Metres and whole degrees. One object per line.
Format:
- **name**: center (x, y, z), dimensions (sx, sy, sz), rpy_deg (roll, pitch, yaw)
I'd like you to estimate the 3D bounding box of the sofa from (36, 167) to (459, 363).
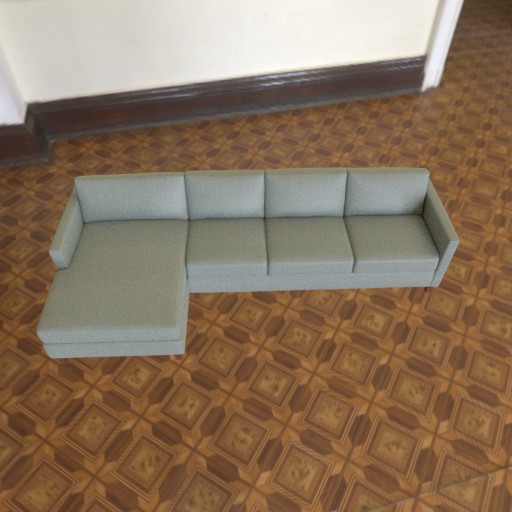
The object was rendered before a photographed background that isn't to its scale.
- **sofa**: center (0.000, 0.000, 3.982), dimensions (3.470, 0.953, 1.600), rpy_deg (-1, 47, -1)
